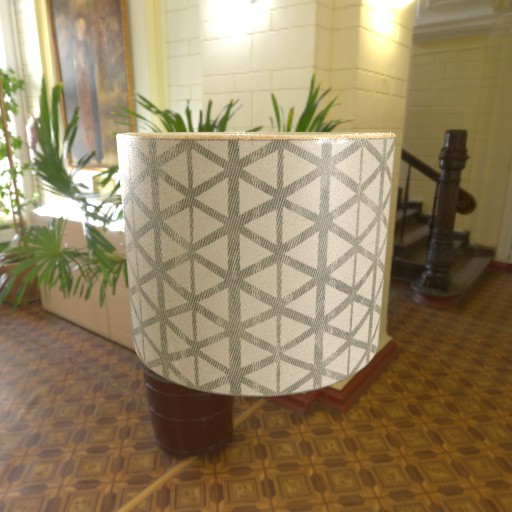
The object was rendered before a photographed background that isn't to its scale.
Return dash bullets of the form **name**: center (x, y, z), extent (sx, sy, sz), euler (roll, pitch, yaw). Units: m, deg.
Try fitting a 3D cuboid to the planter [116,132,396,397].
- **planter**: center (0.000, 0.000, 0.447), extent (0.250, 0.239, 0.250), euler (0, 16, 0)
